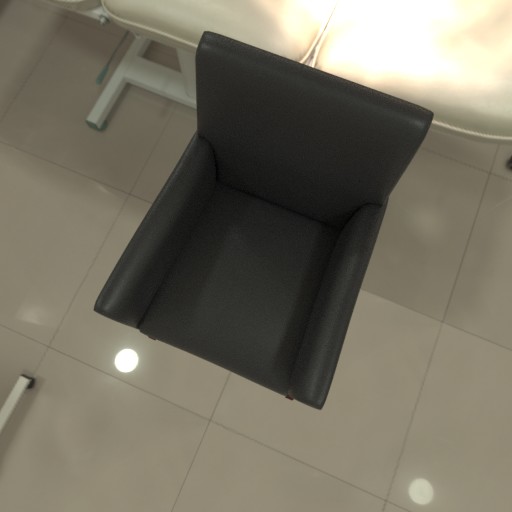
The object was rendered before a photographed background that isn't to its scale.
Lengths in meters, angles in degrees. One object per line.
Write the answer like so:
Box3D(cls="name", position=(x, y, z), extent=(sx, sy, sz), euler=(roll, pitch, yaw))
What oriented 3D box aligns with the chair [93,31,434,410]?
Box3D(cls="chair", position=(0.000, 0.000, 1.456), extent=(0.683, 0.951, 0.772), euler=(22, 76, 6))
